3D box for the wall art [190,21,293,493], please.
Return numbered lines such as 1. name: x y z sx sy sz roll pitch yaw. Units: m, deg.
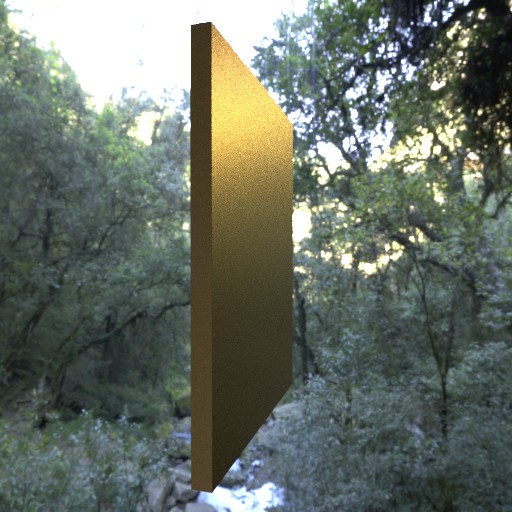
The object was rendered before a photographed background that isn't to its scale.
1. wall art: 0.000 0.000 1.011 0.038 0.762 0.610 0 1 17
